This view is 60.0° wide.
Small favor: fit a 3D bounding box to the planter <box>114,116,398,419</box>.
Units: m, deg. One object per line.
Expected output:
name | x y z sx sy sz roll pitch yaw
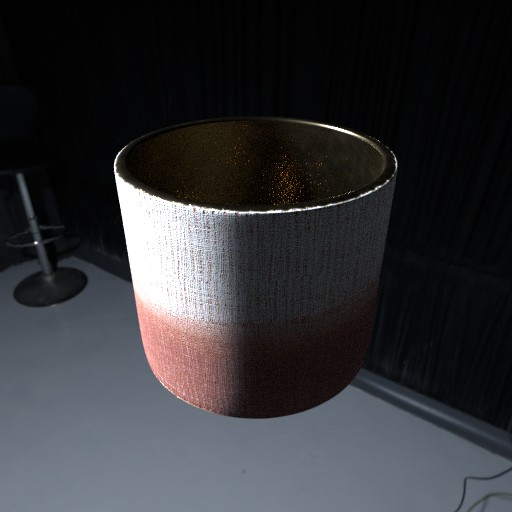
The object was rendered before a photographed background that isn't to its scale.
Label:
planter | 0.000 0.000 0.323 0.178 0.157 0.178 0 32 0
